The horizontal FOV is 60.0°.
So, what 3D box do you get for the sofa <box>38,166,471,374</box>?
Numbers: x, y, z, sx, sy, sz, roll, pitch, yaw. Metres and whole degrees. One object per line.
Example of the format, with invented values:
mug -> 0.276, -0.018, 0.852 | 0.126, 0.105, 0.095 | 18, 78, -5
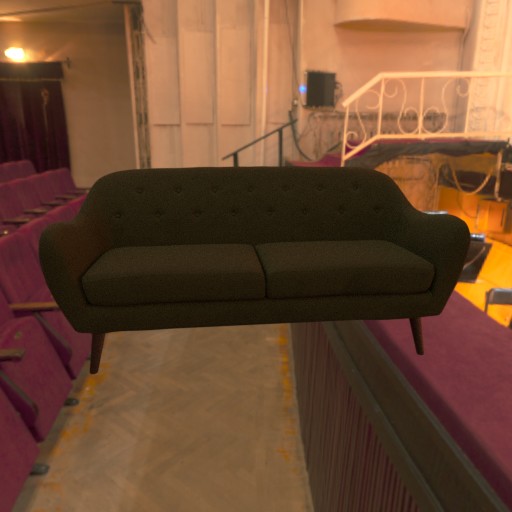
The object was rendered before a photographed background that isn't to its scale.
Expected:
sofa -> 0.000, 0.000, 2.244 | 1.840, 0.836, 0.820 | -2, 16, -6
